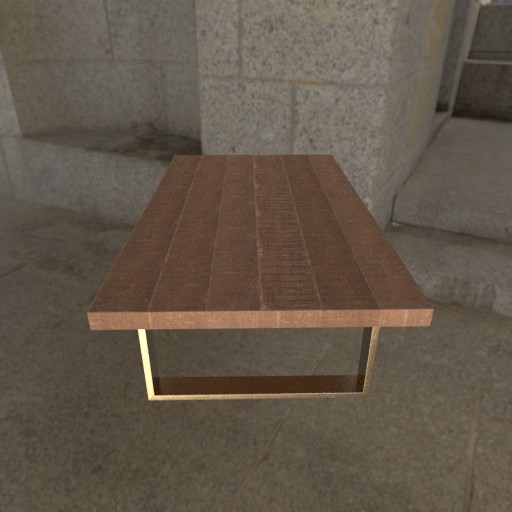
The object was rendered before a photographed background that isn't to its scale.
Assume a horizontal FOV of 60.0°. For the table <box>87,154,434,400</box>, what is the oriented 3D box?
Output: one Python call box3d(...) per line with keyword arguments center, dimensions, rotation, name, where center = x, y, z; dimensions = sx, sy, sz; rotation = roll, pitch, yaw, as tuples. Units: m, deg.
box3d(center=(0.000, 0.000, 1.743), dimensions=(0.800, 0.440, 1.400), rotation=(0, 27, -1), name="table")
